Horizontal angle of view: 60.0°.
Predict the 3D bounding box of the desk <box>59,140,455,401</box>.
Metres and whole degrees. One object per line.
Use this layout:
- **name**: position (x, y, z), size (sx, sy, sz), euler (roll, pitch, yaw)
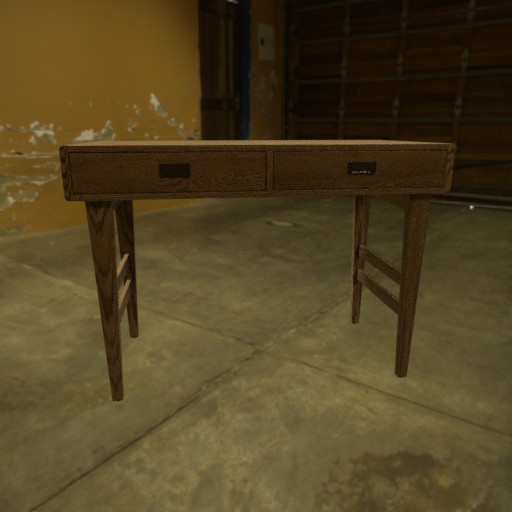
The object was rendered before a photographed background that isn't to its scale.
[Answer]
- **desk**: position (0.000, 0.000, 1.517), size (1.067, 0.755, 0.508), euler (-2, 16, -8)
